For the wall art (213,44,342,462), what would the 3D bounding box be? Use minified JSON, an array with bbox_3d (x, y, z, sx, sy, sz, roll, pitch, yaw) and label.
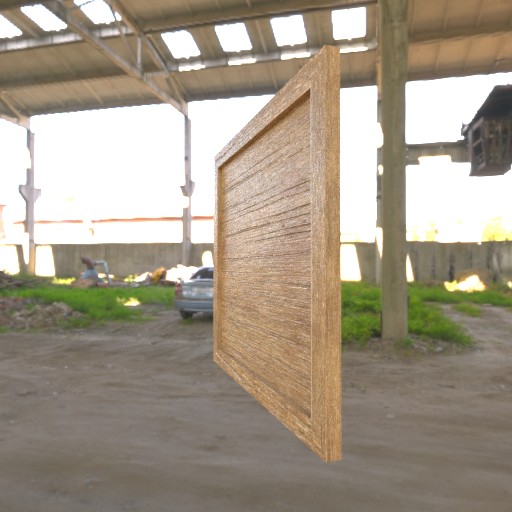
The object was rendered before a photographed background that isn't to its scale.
[{"bbox_3d":[0.000,0.000,0.954,0.026,0.588,0.690,0,-1,-19],"label":"wall art"}]
